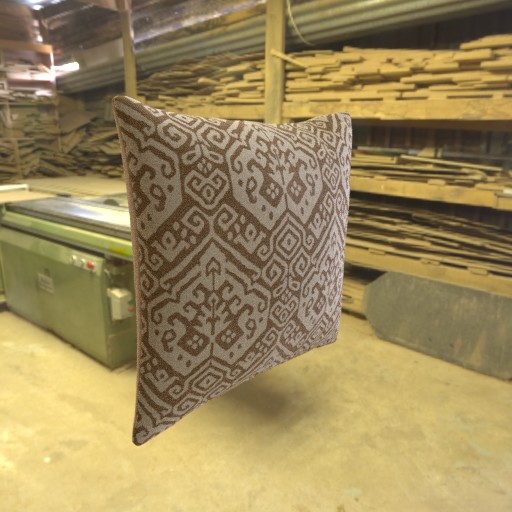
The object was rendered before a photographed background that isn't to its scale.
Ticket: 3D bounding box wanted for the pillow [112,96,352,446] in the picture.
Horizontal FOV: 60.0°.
[{"bbox_3d":[0.000,0.000,0.630,0.173,0.407,0.419,14,21,43],"label":"pillow"}]
